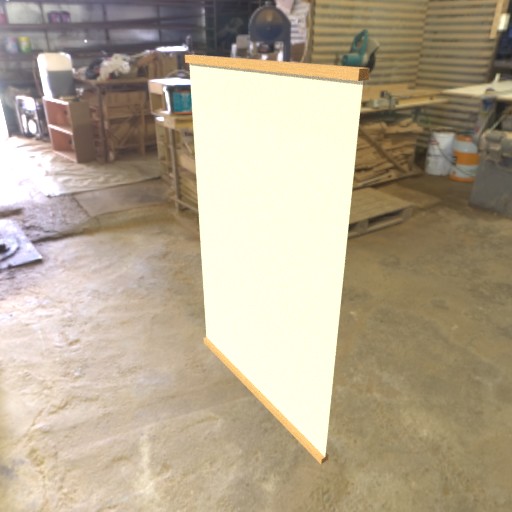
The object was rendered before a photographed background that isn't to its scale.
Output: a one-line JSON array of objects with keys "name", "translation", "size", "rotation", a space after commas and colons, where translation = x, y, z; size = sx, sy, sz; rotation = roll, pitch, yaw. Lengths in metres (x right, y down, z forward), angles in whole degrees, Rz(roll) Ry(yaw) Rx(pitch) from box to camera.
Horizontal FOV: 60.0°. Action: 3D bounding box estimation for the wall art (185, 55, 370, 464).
[{"name": "wall art", "translation": [0.000, 0.000, 1.866], "size": [0.040, 1.510, 0.991], "rotation": [-18, 32, -31]}]
